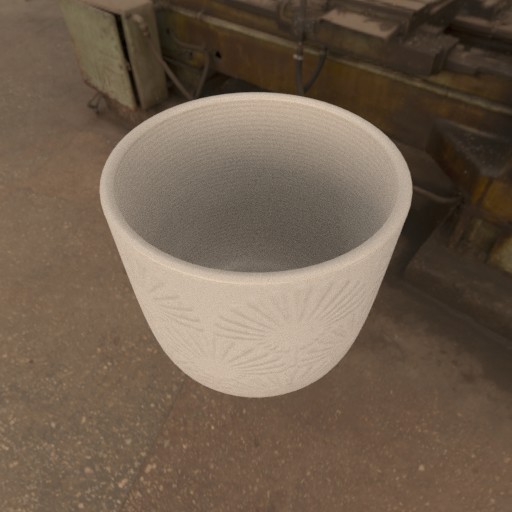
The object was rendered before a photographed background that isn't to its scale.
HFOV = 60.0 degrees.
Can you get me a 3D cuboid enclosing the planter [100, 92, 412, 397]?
[{"bbox_3d":[0.000,0.000,0.219,0.124,0.109,0.124,0,47,0],"label":"planter"}]
